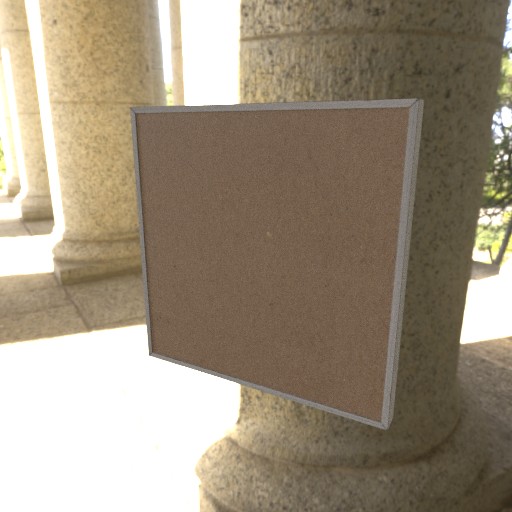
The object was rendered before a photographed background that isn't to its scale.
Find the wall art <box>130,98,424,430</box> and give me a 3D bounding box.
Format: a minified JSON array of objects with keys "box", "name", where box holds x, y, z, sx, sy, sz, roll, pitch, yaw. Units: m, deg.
[{"box":[0.000,0.000,0.782,0.508,0.508,0.038,9,18,28],"name":"wall art"}]
